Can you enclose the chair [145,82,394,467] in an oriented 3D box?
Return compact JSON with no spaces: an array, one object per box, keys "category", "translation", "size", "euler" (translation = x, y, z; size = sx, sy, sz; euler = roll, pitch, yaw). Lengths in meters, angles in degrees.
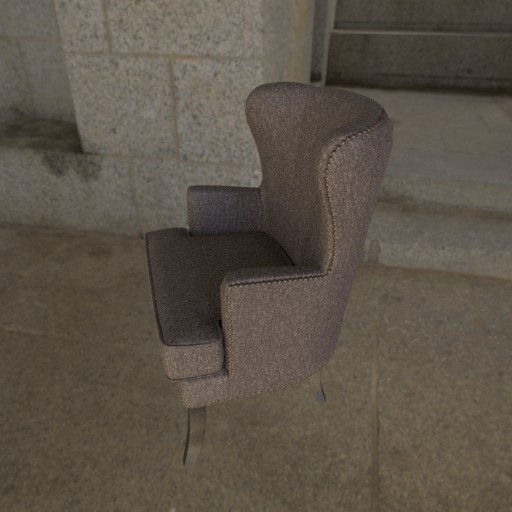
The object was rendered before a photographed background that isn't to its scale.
[{"category":"chair","translation":[0.000,0.000,1.574],"size":[0.758,1.060,0.759],"euler":[-8,31,-14]}]
